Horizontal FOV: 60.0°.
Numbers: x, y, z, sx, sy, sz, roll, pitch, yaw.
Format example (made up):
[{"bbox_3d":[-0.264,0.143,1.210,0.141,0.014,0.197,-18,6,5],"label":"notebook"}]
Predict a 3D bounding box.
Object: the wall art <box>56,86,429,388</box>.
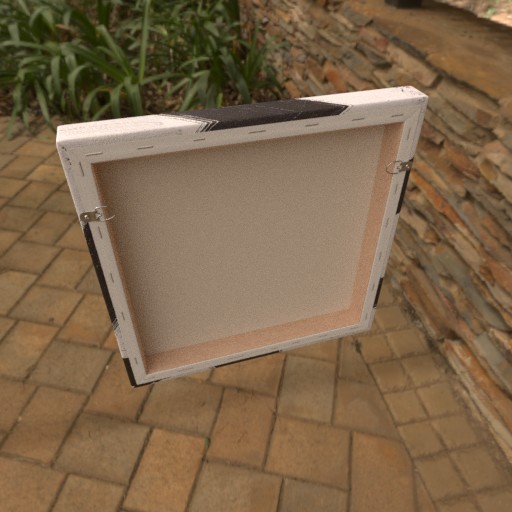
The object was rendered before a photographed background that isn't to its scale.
[{"bbox_3d":[0.000,0.000,0.755,0.507,0.508,0.050,-11,41,-13],"label":"wall art"}]
